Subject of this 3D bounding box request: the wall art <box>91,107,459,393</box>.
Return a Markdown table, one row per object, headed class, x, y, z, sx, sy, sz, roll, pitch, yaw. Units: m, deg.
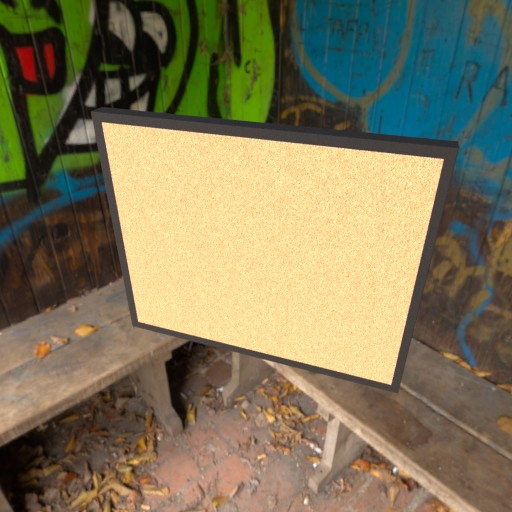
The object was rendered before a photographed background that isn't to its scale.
| class | x | y | z | sx | sy | sz | roll | pitch | yaw |
| --- | --- | --- | --- | --- | --- | --- | --- | --- | --- |
| wall art | 0.000 | 0.000 | 0.771 | 0.554 | 0.454 | 0.030 | 11 | 34 | 16 |
